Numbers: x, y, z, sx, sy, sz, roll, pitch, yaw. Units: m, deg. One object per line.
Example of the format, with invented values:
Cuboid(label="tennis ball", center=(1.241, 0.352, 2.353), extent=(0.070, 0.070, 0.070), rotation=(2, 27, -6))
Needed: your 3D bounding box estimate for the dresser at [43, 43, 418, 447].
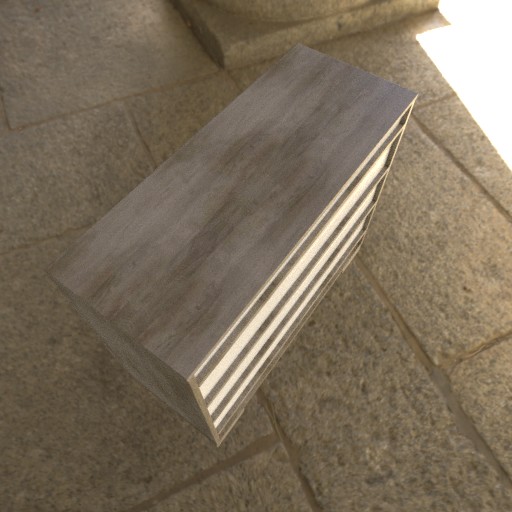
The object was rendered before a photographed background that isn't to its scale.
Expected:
Cuboid(label="dresser", center=(0.000, 0.000, 1.439), extent=(0.404, 0.816, 0.994), rotation=(32, 63, 18))
